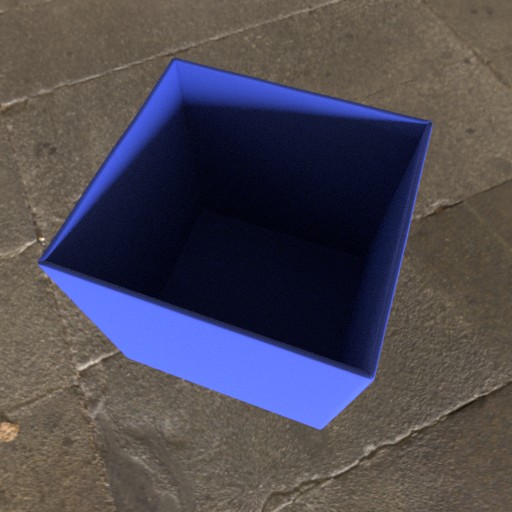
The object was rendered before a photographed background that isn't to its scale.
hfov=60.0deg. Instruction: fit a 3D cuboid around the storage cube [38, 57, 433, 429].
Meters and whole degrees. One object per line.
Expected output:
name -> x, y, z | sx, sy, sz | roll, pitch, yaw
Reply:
storage cube -> 0.000, 0.000, 0.502 | 0.270, 0.280, 0.270 | 18, 63, 9
